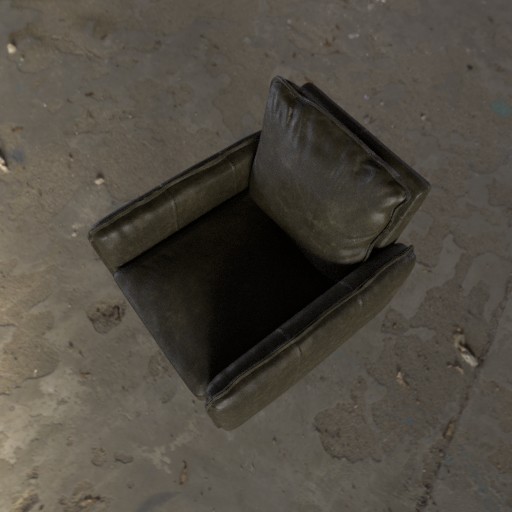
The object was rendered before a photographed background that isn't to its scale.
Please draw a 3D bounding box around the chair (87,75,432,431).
[{"bbox_3d":[0.000,0.000,1.621,0.921,0.921,0.830,-35,68,-16],"label":"chair"}]
